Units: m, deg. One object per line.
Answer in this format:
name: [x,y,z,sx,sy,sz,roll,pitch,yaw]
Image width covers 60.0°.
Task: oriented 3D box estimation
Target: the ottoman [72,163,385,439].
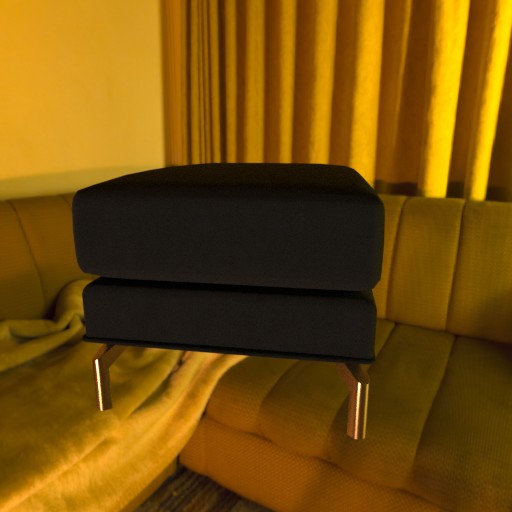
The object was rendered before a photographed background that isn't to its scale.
ottoman: [0.000,0.000,1.216,0.587,0.498,0.835,2,15,9]
